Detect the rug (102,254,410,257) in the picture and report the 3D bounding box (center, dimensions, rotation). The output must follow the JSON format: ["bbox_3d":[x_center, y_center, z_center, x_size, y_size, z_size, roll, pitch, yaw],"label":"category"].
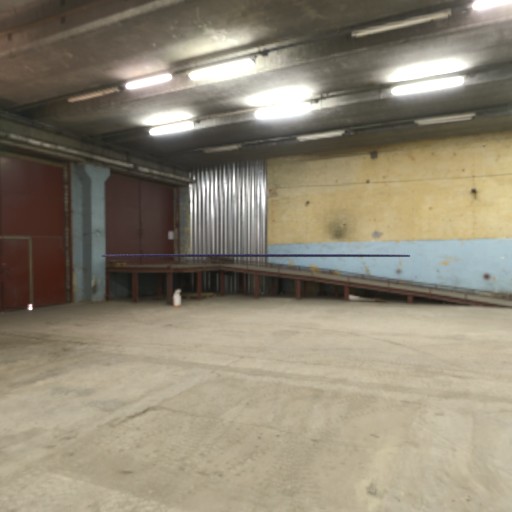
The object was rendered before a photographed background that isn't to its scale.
[{"bbox_3d":[0.000,0.000,3.625,2.386,0.014,2.386,0,0,0],"label":"rug"}]
